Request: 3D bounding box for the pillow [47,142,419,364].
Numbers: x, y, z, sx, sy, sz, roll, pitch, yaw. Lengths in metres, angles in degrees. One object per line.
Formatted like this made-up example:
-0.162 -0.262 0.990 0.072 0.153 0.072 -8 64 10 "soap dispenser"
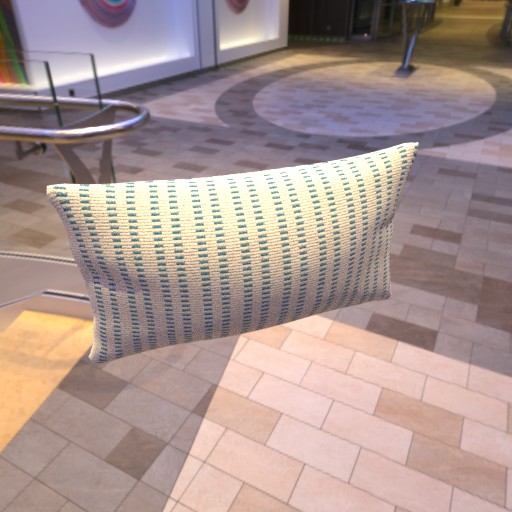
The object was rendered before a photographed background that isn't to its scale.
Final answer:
0.000 0.000 0.804 0.640 0.353 0.210 -10 33 -16 "pillow"
